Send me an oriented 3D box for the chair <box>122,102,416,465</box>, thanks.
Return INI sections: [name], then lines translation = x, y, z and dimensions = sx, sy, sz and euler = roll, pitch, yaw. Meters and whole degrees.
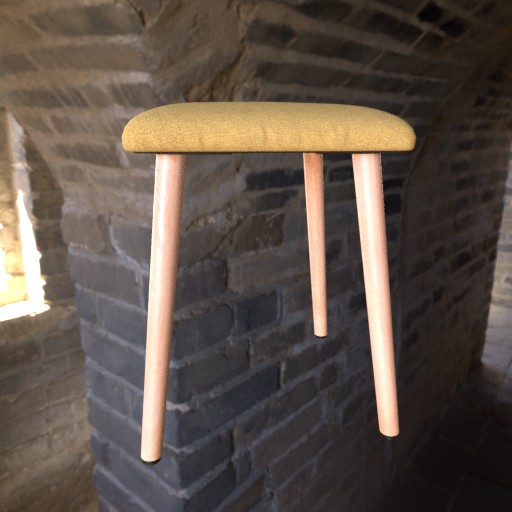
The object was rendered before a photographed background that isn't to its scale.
[chair]
translation = 0.000, 0.000, 0.682
dimensions = 0.350, 0.440, 0.350
euler = -2, 15, -9
